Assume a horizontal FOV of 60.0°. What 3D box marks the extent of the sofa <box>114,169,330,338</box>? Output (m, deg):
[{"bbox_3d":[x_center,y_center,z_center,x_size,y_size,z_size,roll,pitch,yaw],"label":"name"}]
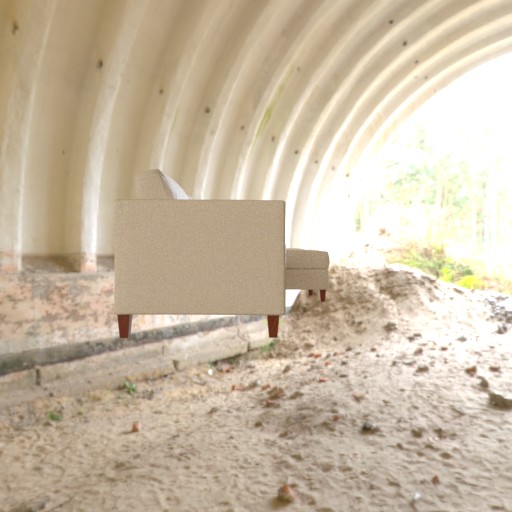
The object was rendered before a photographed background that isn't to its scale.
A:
[{"bbox_3d":[0.000,0.000,4.089,1.606,0.954,3.471,0,-1,-1],"label":"sofa"}]
